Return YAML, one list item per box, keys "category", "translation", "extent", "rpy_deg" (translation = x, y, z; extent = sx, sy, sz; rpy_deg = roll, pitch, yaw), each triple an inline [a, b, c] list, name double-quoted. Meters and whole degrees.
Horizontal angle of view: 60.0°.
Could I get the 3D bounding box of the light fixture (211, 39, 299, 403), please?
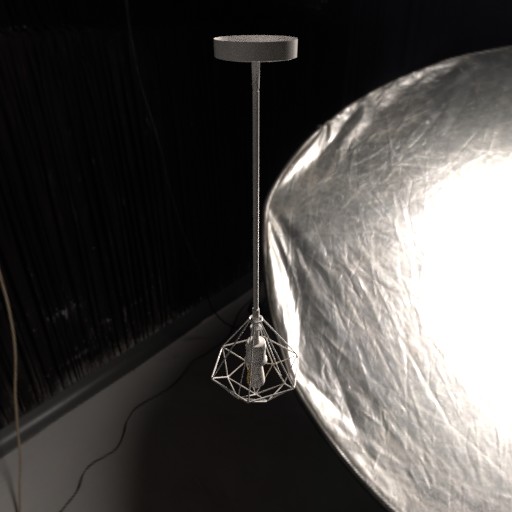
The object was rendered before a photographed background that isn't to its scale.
- category: "light fixture"
  translation: [0.000, 0.000, 1.996]
  extent: [0.487, 1.764, 0.431]
  rpy_deg: [22, 37, 33]
